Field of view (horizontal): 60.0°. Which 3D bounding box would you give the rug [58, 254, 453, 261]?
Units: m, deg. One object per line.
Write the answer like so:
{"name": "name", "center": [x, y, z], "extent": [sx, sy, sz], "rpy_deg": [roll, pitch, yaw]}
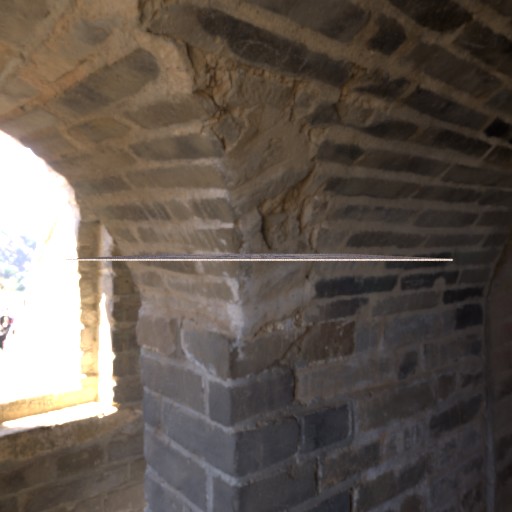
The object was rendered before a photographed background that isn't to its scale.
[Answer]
{"name": "rug", "center": [0.000, 0.000, 2.918], "extent": [1.611, 0.008, 2.227], "rpy_deg": [0, 1, 0]}
